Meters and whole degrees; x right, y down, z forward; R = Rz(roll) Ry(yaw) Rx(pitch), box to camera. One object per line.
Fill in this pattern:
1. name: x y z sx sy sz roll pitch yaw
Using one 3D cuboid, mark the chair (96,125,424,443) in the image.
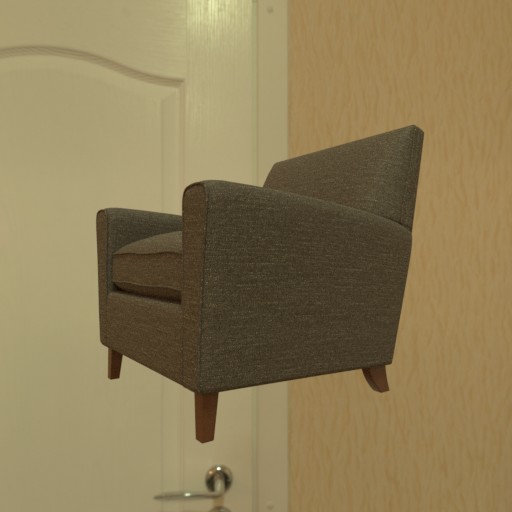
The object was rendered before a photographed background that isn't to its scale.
1. chair: 0.000 0.000 1.566 0.875 0.885 0.838 0 0 -36
